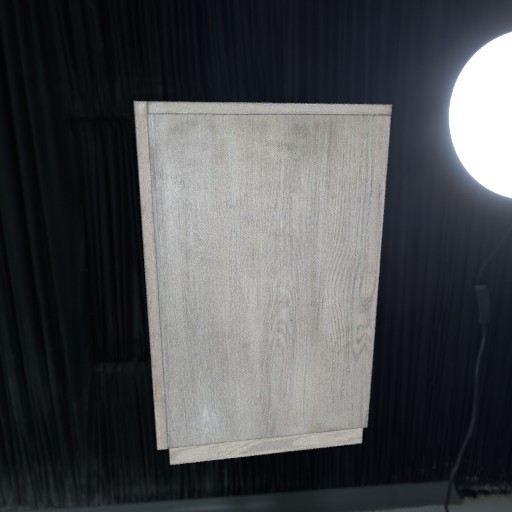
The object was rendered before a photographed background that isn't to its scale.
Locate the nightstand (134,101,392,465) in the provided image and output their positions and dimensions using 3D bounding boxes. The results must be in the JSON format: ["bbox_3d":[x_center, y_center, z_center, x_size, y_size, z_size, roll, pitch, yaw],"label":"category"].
[{"bbox_3d":[0.000,0.000,1.092,0.483,0.673,0.612,-2,15,-9],"label":"nightstand"}]
